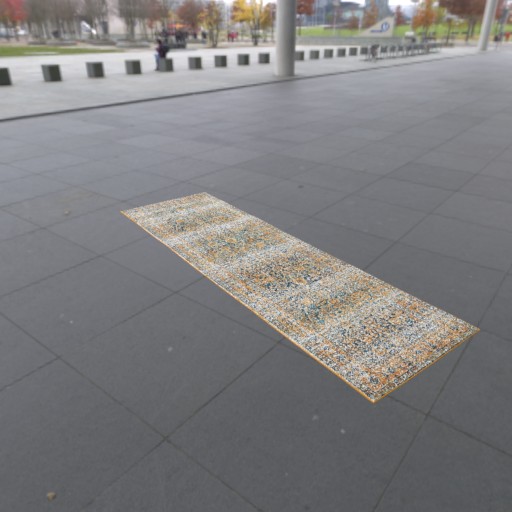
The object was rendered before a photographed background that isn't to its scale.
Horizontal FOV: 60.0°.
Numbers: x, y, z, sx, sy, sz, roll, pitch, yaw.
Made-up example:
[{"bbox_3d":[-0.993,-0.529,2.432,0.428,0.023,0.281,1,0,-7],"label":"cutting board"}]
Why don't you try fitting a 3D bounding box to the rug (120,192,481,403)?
[{"bbox_3d":[0.000,0.000,2.540,0.704,0.014,2.294,-19,33,-32],"label":"rug"}]
